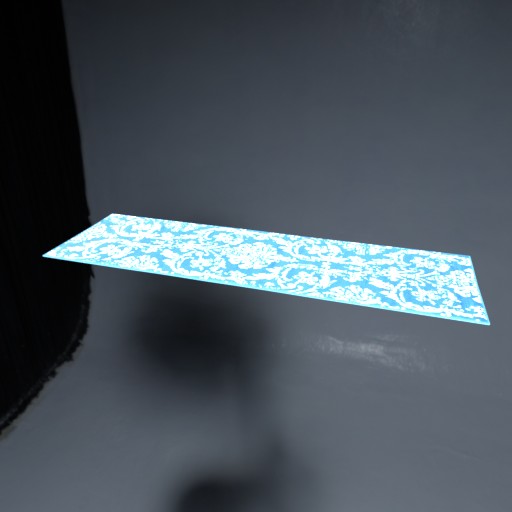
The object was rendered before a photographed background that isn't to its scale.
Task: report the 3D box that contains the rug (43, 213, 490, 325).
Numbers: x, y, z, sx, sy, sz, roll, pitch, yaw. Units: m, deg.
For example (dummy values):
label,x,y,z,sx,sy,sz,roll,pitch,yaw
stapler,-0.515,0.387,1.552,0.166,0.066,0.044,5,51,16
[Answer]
label,x,y,z,sx,sy,sz,roll,pitch,yaw
rug,0.000,0.000,2.375,2.196,0.011,0.662,8,27,15
